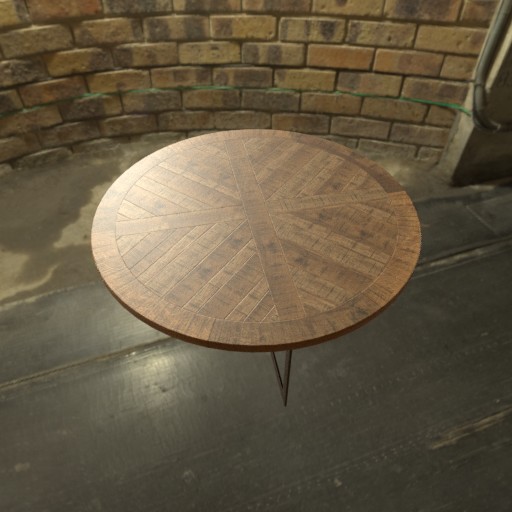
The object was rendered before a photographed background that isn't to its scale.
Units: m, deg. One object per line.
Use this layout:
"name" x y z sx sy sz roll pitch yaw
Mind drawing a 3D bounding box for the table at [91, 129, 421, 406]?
"table" 0.000 0.000 1.930 1.264 0.516 1.264 0 45 0
